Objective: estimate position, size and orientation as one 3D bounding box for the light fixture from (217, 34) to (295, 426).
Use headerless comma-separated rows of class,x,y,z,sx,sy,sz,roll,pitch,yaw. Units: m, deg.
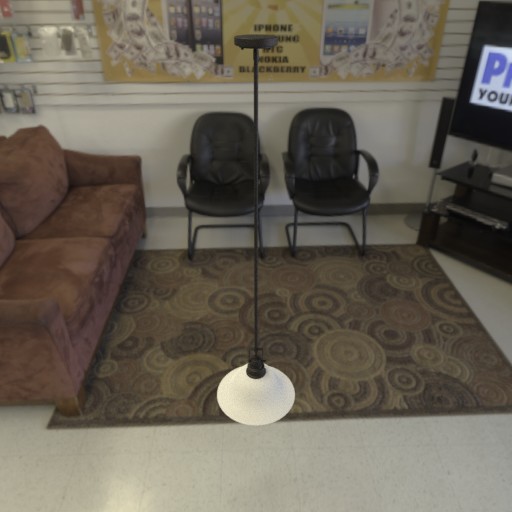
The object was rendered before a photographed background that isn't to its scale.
light fixture,0.000,0.000,1.501,0.324,1.337,0.324,1,31,1
